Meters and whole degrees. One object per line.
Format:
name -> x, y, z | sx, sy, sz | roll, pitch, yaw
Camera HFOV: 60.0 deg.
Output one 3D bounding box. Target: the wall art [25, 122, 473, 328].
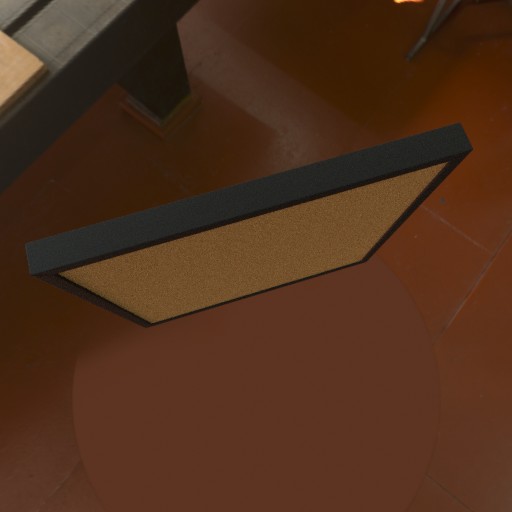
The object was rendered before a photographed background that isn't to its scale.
wall art -> 0.000, 0.000, 0.735 | 0.508, 0.508, 0.037 | -16, 75, -4
